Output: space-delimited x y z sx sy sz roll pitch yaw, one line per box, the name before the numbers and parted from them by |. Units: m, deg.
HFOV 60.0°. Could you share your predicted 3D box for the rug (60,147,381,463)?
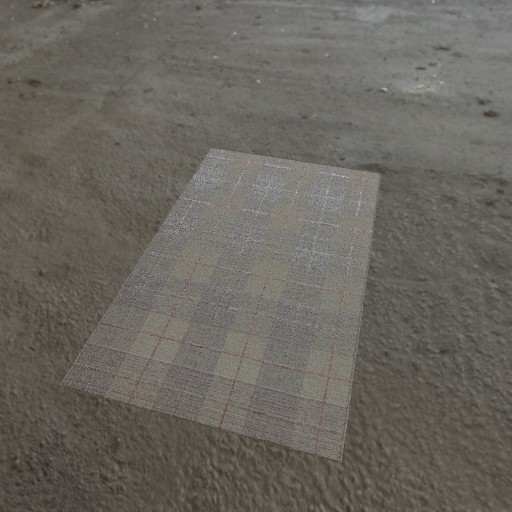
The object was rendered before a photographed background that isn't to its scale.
rug | 0.000 0.000 3.095 1.549 0.010 2.464 11 47 11
